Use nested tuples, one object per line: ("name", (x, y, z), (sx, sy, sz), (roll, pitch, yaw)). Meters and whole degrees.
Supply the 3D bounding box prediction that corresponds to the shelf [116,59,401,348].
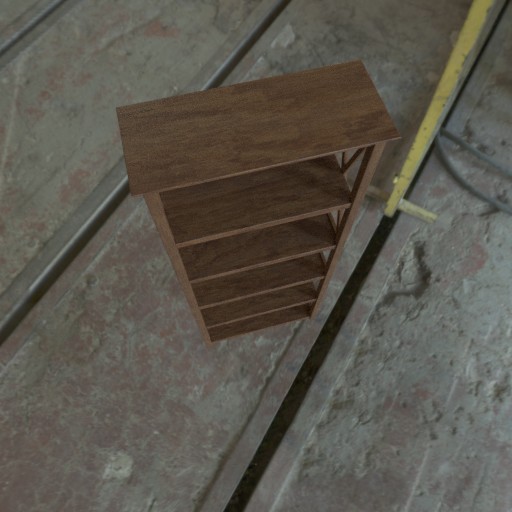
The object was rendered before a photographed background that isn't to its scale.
("shelf", (0.000, 0.000, 2.202), (0.805, 1.905, 0.335), (-14, 66, -6))
